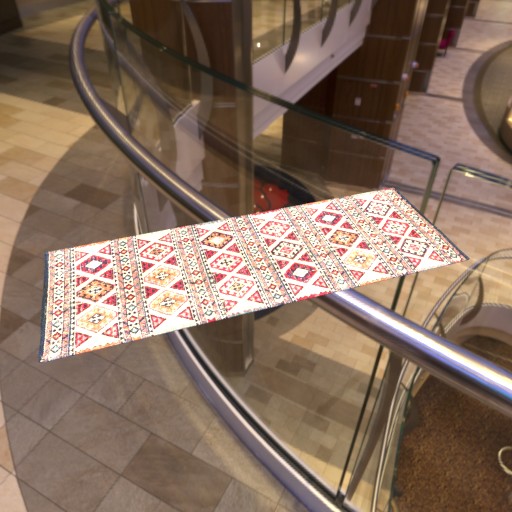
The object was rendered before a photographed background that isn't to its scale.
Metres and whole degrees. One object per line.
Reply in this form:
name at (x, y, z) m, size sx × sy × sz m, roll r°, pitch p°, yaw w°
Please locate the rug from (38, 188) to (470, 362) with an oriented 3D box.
rug at (0.000, 0.000, 2.601) m, size 2.362 × 0.008 × 0.832 m, roll -12°, pitch 42°, yaw -14°
